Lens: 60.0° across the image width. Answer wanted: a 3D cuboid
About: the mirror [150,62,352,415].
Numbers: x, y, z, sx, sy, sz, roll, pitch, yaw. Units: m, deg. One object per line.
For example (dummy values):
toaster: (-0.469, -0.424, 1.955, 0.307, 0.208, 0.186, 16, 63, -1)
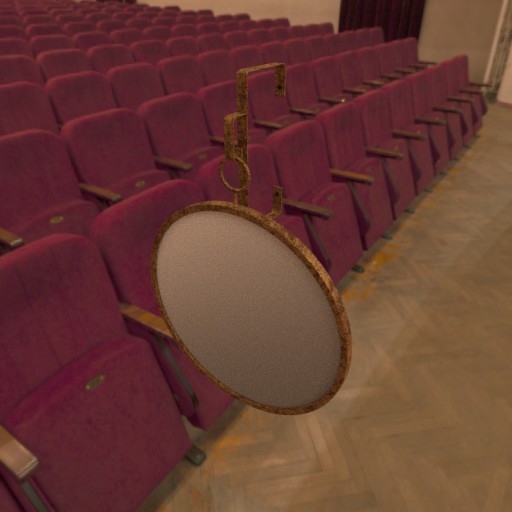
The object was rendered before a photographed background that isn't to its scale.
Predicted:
mirror: (0.000, 0.000, 0.825, 0.447, 0.651, 0.144, 19, 35, 29)
